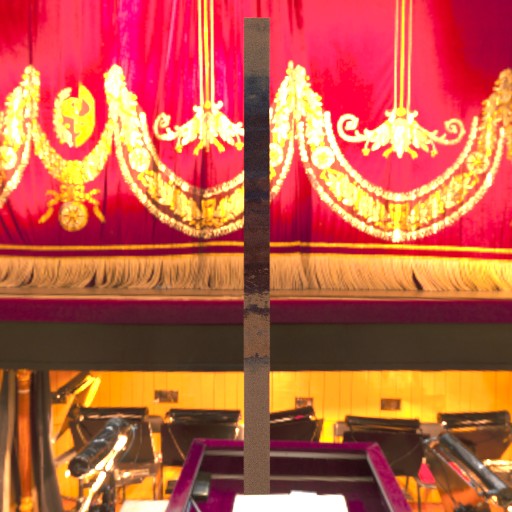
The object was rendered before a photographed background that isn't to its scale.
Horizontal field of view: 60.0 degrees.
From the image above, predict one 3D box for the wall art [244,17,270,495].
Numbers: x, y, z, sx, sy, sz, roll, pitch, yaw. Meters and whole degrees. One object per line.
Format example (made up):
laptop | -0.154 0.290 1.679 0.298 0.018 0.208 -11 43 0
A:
wall art | 0.000 0.000 1.103 0.048 0.874 0.583 0 1 0
